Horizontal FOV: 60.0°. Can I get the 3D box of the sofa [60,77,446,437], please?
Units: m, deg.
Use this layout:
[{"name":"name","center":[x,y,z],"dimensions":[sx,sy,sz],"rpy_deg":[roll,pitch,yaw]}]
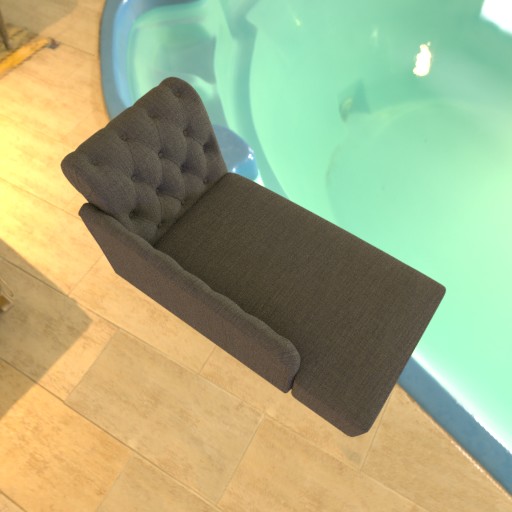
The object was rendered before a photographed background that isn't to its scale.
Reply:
[{"name":"sofa","center":[0.000,0.000,1.782],"dimensions":[1.379,0.787,0.675],"rpy_deg":[32,63,18]}]
